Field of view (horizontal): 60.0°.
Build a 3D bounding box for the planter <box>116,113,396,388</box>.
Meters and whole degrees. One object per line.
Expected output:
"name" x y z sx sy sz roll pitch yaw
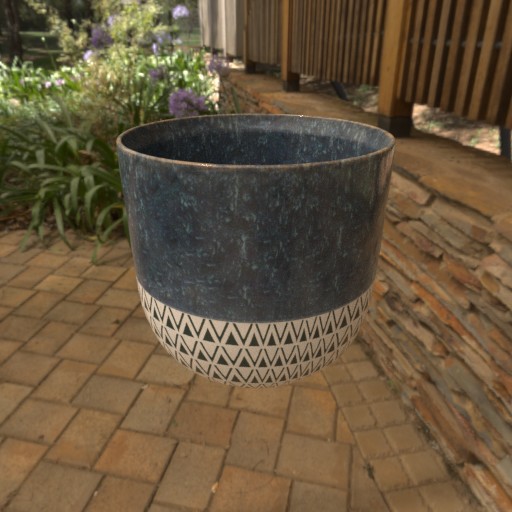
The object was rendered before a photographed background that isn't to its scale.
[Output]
"planter" 0.000 0.000 0.495 0.266 0.270 0.266 0 26 0
